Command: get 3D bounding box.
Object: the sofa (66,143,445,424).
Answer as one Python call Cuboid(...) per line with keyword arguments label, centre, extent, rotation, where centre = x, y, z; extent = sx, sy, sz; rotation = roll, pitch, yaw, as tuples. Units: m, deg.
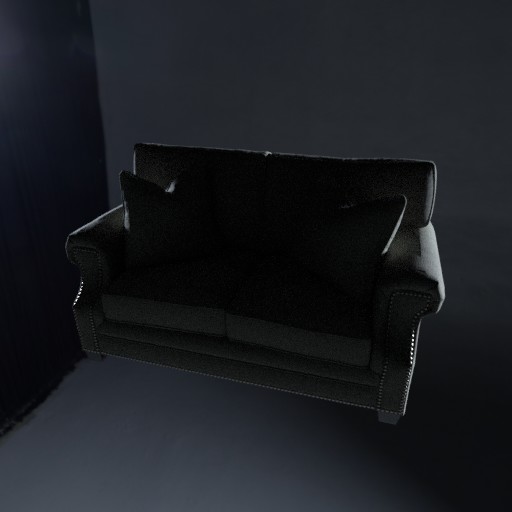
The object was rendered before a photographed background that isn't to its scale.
Cuboid(label="sofa", centre=(0.000, 0.000, 2.229), extent=(1.701, 0.966, 0.966), rotation=(7, 25, 15))
